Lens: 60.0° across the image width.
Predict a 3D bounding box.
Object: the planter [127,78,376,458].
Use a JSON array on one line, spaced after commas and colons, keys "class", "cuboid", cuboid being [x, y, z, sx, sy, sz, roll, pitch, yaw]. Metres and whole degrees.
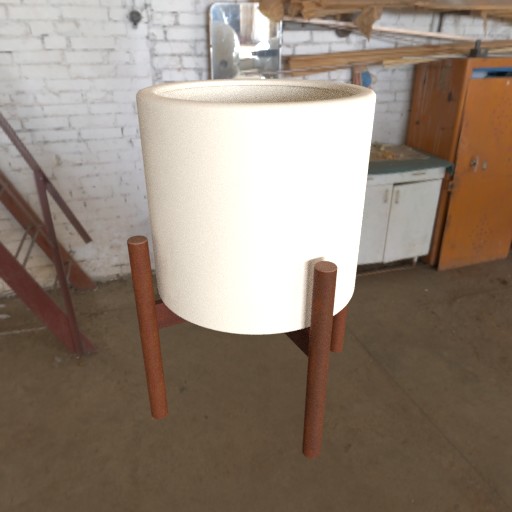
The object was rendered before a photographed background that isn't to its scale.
[{"class": "planter", "cuboid": [0.000, 0.000, 0.503, 0.224, 0.358, 0.224, 8, 27, 15]}]
